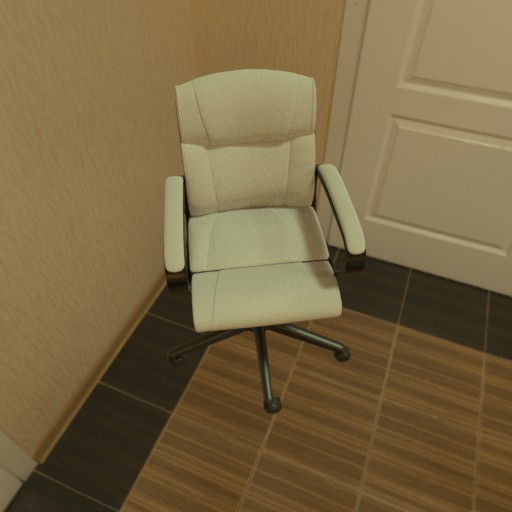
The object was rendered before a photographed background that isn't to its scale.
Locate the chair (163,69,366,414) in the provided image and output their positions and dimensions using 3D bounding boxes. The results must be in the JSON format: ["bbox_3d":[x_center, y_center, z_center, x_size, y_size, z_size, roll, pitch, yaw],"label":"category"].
[{"bbox_3d":[0.000,0.000,1.531,0.739,1.004,0.717,-5,48,-5],"label":"chair"}]
